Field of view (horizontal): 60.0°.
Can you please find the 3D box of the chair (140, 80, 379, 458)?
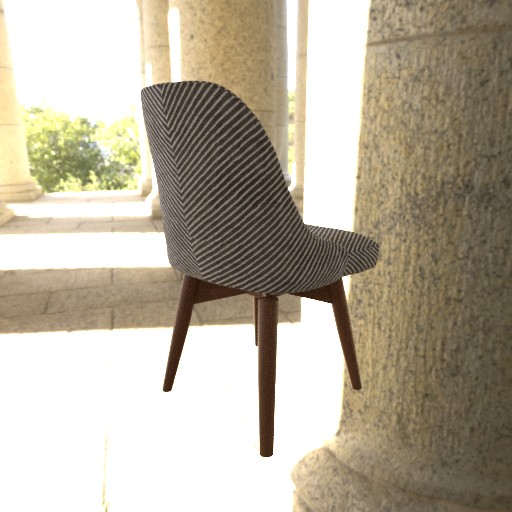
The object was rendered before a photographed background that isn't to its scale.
[{"bbox_3d":[0.000,0.000,1.268,0.504,0.883,0.591,14,21,42],"label":"chair"}]
